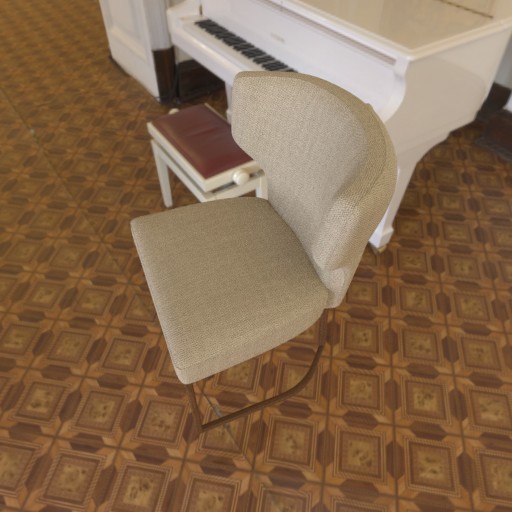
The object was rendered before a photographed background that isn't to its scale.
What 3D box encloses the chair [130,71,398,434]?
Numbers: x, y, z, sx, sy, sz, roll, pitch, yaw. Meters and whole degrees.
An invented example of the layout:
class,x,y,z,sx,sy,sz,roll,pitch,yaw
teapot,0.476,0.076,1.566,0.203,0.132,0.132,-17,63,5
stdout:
class,x,y,z,sx,sy,sz,roll,pitch,yaw
chair,0.000,0.000,1.264,0.617,0.824,0.611,-17,50,-15
